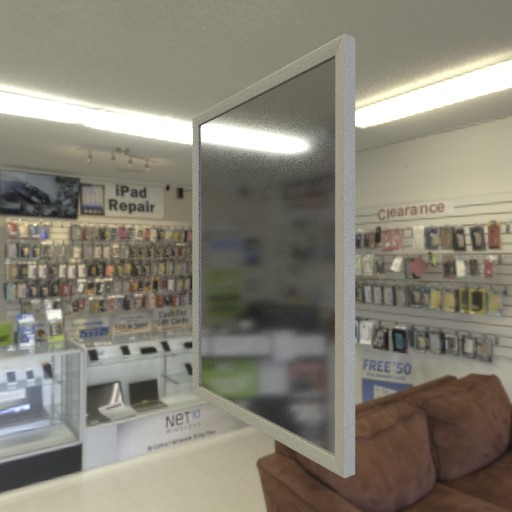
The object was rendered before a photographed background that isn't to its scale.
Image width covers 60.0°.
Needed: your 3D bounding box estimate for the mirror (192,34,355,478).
[{"bbox_3d":[0.000,0.000,1.335,0.040,1.016,0.762,0,0,-35],"label":"mirror"}]
